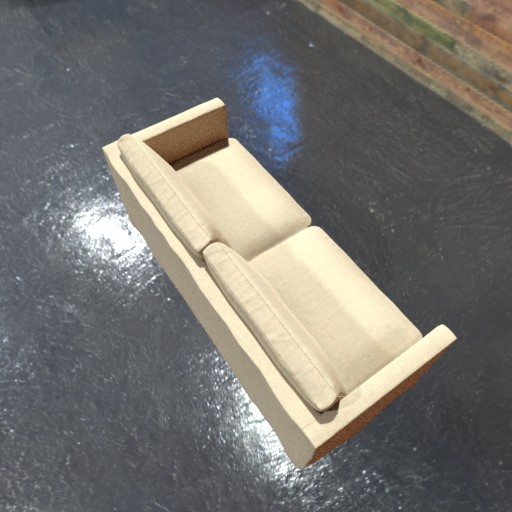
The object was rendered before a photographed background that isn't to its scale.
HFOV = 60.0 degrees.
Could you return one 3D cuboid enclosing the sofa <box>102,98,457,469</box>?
[{"bbox_3d":[0.000,0.000,2.830,0.962,0.853,2.312,-30,62,-18],"label":"sofa"}]
